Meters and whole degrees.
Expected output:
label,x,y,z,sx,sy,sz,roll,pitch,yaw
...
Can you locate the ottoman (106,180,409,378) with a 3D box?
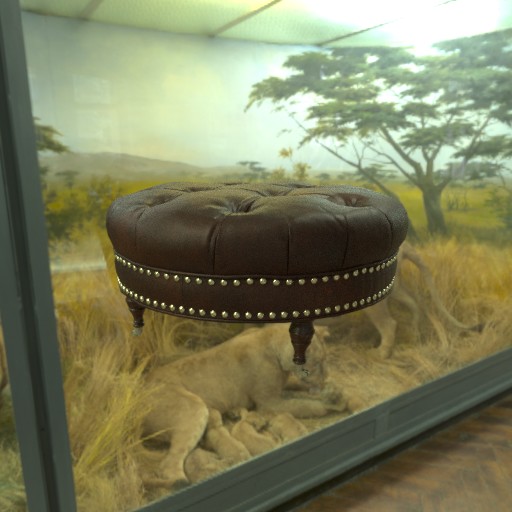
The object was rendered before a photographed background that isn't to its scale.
label,x,y,z,sx,sy,sz,roll,pitch,yaw
ottoman,0.000,0.000,1.406,0.901,0.455,0.901,0,14,0
